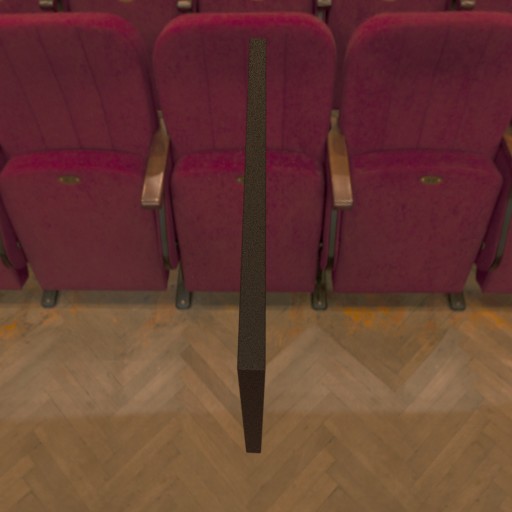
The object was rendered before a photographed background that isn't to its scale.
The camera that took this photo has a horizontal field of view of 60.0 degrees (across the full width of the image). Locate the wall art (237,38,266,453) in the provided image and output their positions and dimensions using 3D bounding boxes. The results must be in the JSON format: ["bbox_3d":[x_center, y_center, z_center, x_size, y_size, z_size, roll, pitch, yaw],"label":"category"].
[{"bbox_3d":[0.000,0.000,0.765,0.031,0.457,0.558,1,57,0],"label":"wall art"}]
